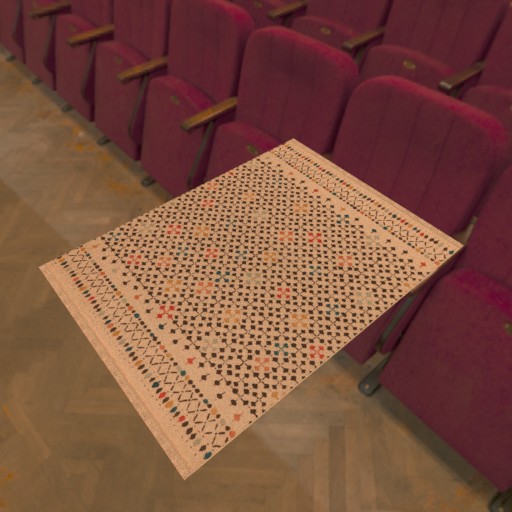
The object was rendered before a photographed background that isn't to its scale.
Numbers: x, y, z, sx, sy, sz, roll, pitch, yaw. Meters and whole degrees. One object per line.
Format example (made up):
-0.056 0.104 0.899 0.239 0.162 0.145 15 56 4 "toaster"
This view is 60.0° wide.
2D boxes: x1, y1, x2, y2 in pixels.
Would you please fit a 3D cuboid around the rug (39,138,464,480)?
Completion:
0.000 0.000 2.012 1.556 0.006 1.146 -32 56 -26 "rug"
